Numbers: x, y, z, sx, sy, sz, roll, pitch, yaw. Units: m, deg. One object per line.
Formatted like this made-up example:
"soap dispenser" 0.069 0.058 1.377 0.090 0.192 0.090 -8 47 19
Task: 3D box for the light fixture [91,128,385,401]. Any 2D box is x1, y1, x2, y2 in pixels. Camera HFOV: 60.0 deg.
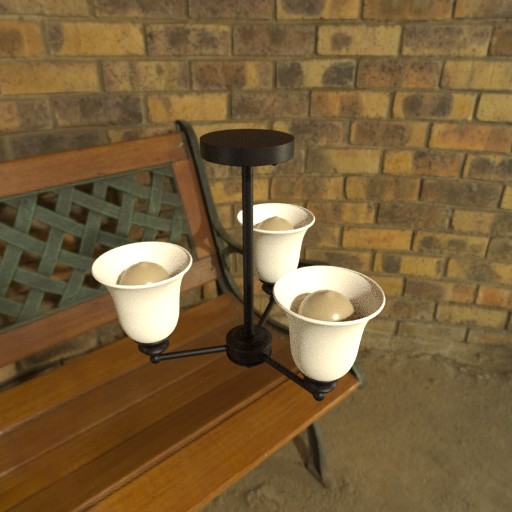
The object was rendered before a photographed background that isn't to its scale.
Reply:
"light fixture" 0.000 0.000 0.675 0.388 0.370 0.354 8 28 16
